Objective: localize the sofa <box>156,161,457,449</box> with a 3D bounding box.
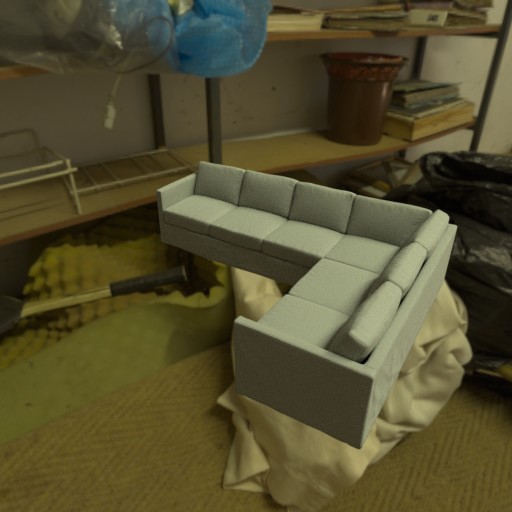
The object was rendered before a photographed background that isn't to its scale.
[{"bbox_3d":[0.000,0.000,4.335,3.182,0.871,2.432,18,34,28],"label":"sofa"}]
